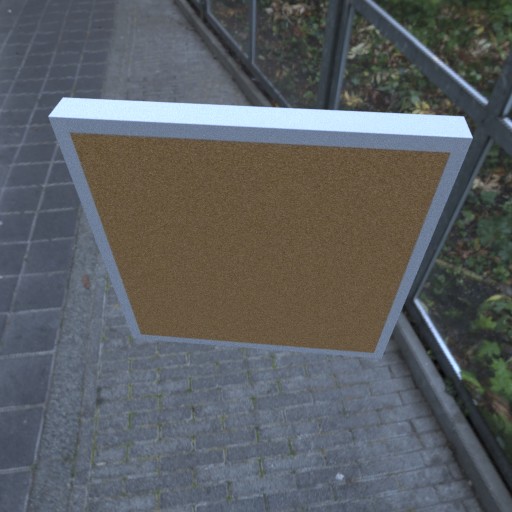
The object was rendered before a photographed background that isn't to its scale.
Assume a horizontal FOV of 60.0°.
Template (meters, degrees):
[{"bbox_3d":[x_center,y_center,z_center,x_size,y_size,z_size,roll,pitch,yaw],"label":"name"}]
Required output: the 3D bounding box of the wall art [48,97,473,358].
[{"bbox_3d":[0.000,0.000,0.585,0.406,0.406,0.038,4,48,4],"label":"wall art"}]
